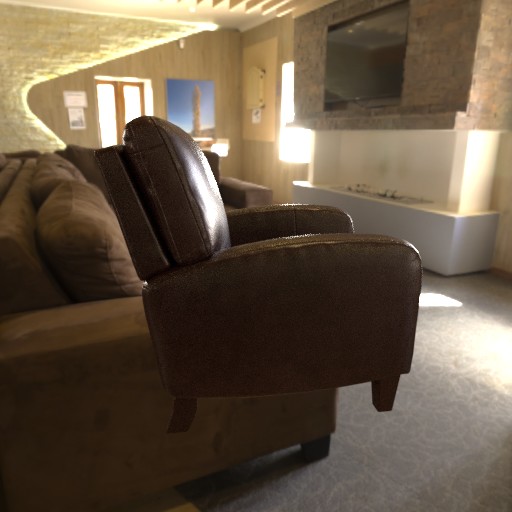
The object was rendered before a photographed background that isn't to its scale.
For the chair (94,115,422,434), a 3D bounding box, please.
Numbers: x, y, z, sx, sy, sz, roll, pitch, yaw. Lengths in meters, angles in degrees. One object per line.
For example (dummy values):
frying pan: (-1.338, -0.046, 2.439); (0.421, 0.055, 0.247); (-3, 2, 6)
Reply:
chair: (0.000, 0.000, 1.666); (0.990, 0.990, 0.762); (-2, 16, -9)
